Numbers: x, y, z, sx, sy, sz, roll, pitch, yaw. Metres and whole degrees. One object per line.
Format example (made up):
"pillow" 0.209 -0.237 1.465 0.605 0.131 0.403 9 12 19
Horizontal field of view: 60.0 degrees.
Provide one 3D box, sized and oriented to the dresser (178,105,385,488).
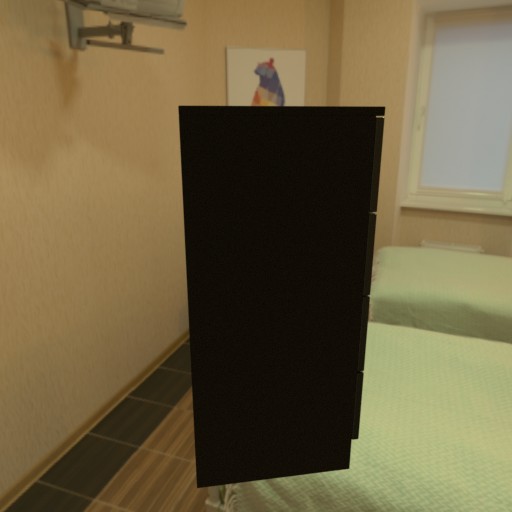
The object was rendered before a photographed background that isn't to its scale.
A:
"dresser" 0.000 0.000 1.155 0.360 0.720 0.750 -3 17 -9
